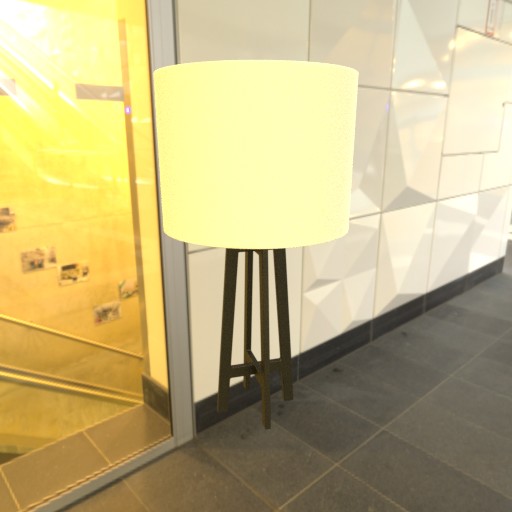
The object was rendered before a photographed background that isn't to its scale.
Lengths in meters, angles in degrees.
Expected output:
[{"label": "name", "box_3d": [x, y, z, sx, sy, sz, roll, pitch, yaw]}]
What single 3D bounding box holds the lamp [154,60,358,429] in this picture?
[{"label": "lamp", "box_3d": [0.000, 0.000, 0.635, 0.257, 0.489, 0.257, 8, 18, 27]}]
